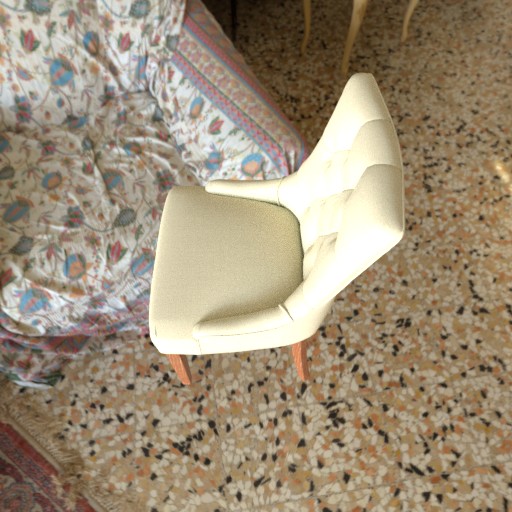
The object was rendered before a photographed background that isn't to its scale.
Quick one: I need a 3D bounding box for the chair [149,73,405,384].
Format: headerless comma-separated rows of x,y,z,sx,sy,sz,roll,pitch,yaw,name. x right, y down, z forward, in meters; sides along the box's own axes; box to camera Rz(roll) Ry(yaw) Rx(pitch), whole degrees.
0.000,0.000,1.231,0.565,0.874,0.509,0,59,0,chair
